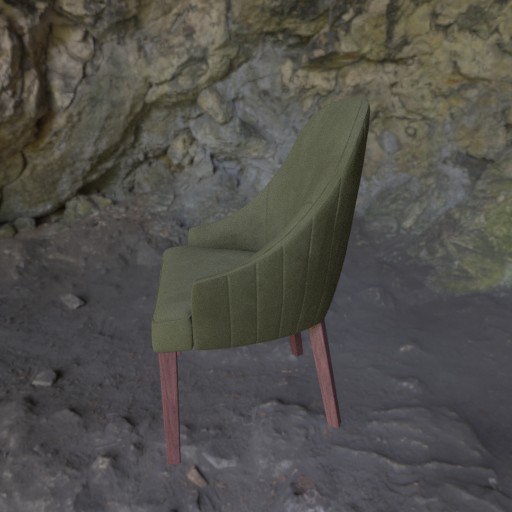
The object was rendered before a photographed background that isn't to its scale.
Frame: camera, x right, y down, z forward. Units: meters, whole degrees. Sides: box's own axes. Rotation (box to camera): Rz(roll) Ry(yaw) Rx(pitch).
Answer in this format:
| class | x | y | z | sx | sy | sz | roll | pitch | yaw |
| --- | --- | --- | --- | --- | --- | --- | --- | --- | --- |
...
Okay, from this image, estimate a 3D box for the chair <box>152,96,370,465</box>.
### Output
| class | x | y | z | sx | sy | sz | roll | pitch | yaw |
| --- | --- | --- | --- | --- | --- | --- | --- | --- | --- |
| chair | 0.000 | 0.000 | 1.308 | 0.575 | 0.889 | 0.643 | -2 | 15 | -9 |
